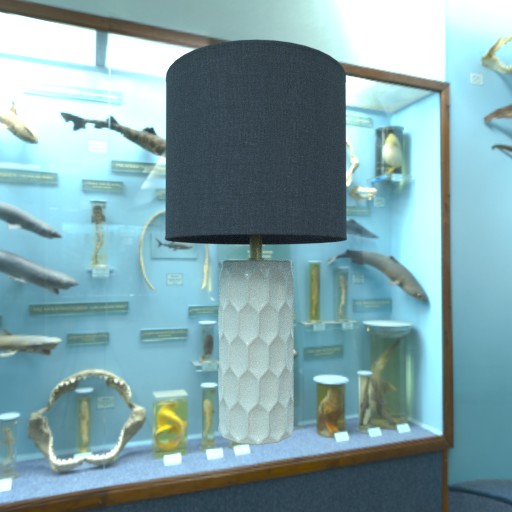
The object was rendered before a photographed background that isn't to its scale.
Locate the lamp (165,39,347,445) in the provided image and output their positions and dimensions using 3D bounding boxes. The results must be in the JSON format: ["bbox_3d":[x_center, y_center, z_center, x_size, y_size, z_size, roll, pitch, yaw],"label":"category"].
[{"bbox_3d":[0.000,0.000,0.687,0.277,0.537,0.277,0,-1,-18],"label":"lamp"}]
